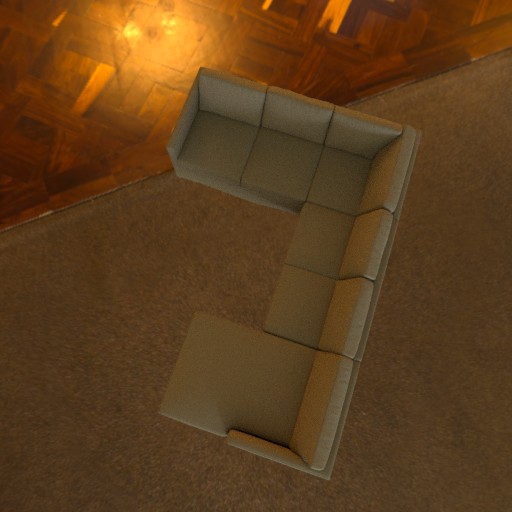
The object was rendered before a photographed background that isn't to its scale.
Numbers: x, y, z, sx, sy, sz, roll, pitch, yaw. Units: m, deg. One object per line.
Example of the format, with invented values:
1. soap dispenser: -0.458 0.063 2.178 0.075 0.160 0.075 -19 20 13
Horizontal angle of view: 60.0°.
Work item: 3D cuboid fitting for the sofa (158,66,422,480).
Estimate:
1. sofa: 0.000 0.000 4.425 2.427 0.882 3.460 18 76 5
